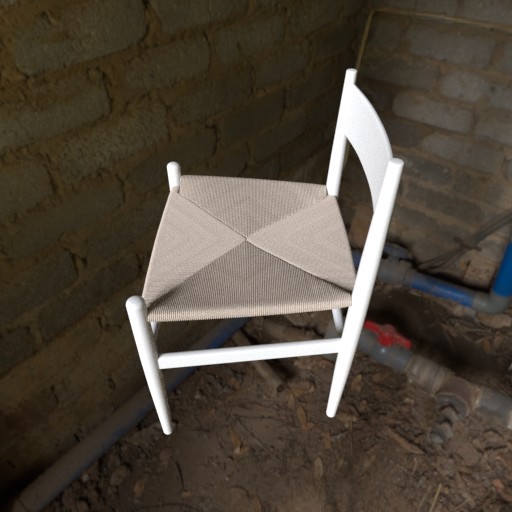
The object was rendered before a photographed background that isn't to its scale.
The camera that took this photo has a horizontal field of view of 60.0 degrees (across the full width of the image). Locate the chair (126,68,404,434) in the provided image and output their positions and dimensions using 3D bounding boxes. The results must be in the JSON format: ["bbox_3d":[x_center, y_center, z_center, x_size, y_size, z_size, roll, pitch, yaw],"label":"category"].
[{"bbox_3d":[0.000,0.000,1.106,0.495,0.762,0.556,0,41,0],"label":"chair"}]
